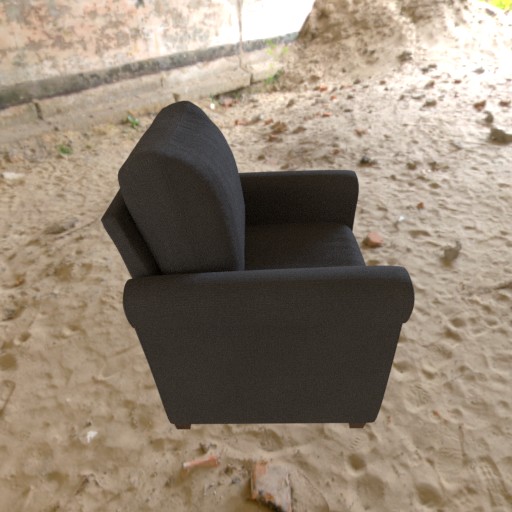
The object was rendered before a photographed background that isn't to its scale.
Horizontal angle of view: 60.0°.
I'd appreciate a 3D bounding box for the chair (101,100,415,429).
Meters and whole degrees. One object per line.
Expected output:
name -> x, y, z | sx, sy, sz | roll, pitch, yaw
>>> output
chair -> 0.000, 0.000, 1.572 | 0.828, 0.942, 0.867 | 0, 32, 0
